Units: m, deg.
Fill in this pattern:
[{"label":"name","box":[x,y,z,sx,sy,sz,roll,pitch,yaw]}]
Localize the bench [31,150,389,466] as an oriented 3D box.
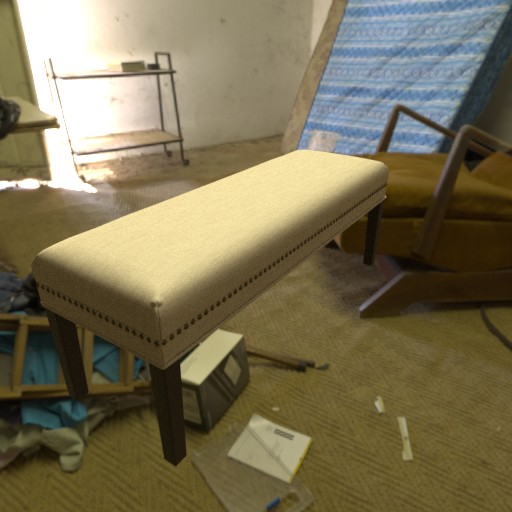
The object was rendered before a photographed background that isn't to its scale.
[{"label":"bench","box":[0.000,0.000,1.423,0.410,0.457,1.219,17,31,30]}]
